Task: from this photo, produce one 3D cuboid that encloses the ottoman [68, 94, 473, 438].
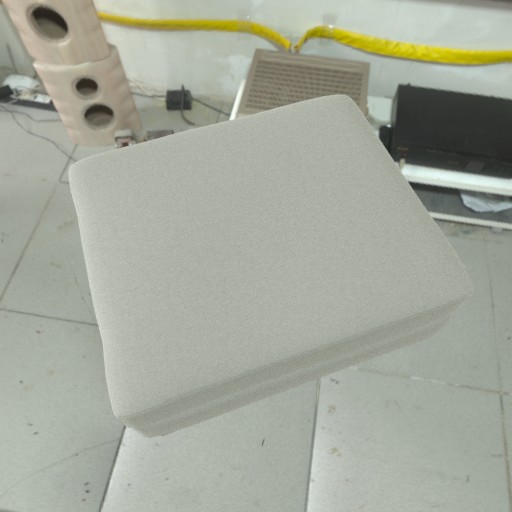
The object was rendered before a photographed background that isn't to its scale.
[{"bbox_3d":[0.000,0.000,1.432,0.976,0.492,0.836,-17,62,-9],"label":"ottoman"}]
